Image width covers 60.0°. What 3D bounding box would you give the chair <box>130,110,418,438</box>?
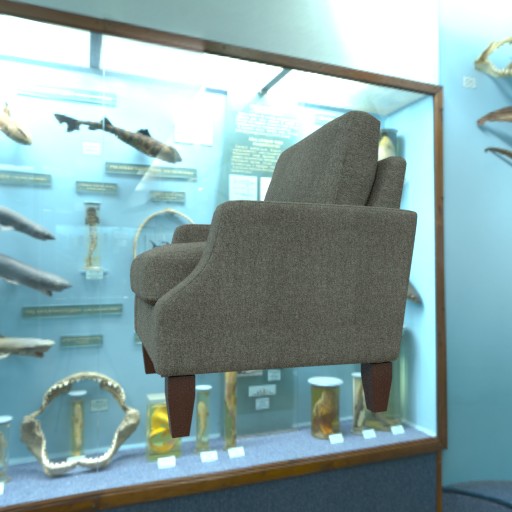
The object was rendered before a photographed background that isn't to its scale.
[{"bbox_3d":[0.000,0.000,1.682,0.897,0.993,0.855,0,-1,-19],"label":"chair"}]
